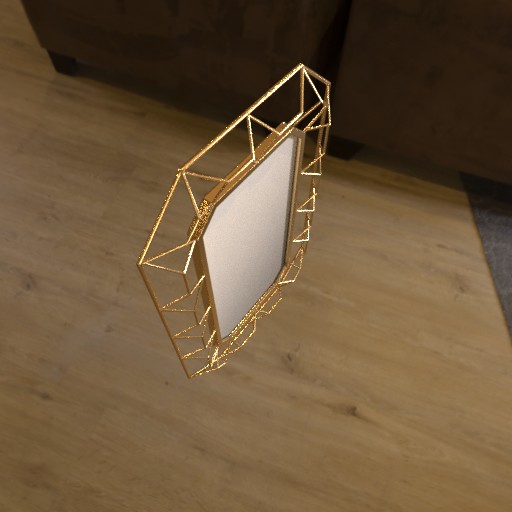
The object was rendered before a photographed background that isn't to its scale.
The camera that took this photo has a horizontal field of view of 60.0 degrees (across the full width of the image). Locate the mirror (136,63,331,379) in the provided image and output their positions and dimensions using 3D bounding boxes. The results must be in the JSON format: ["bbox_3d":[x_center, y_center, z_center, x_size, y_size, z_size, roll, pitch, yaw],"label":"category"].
[{"bbox_3d":[0.000,0.000,1.094,0.051,0.870,0.572,33,64,19],"label":"mirror"}]
